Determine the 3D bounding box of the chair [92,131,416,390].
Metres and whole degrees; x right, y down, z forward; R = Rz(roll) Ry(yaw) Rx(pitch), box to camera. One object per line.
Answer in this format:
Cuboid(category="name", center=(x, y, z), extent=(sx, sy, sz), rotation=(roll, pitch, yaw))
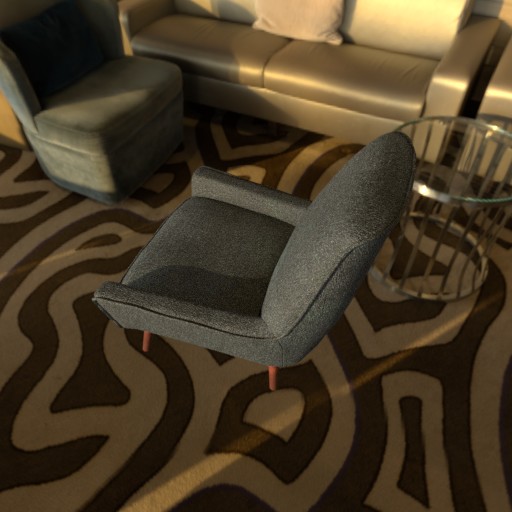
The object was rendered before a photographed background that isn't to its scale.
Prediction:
Cuboid(category="chair", center=(0.000, 0.000, 1.542), extent=(0.859, 0.883, 0.763), rotation=(16, 49, 15))
